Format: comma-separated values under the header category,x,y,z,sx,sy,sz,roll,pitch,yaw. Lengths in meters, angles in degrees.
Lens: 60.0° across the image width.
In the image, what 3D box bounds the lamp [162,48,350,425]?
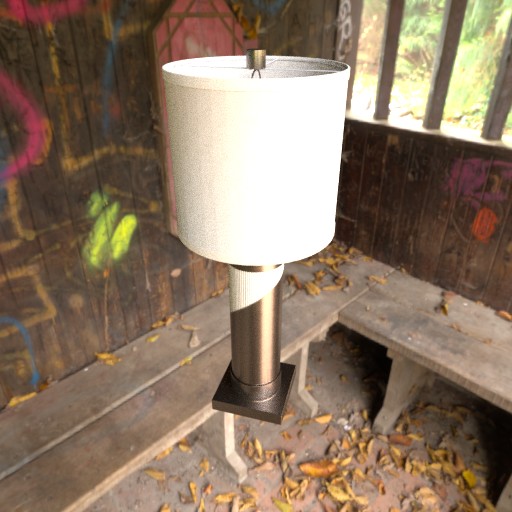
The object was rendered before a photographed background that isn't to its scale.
category,x,y,z,sx,sy,sz,roll,pitch,yaw
lamp,0.000,0.000,0.601,0.202,0.509,0.202,8,31,14
